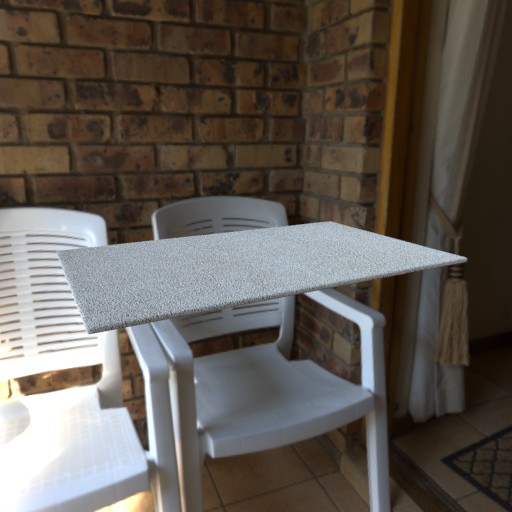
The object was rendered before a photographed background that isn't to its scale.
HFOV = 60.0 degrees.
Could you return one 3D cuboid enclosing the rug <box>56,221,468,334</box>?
[{"bbox_3d":[0.000,0.000,3.079,2.438,0.030,1.524,-8,17,-27],"label":"rug"}]
